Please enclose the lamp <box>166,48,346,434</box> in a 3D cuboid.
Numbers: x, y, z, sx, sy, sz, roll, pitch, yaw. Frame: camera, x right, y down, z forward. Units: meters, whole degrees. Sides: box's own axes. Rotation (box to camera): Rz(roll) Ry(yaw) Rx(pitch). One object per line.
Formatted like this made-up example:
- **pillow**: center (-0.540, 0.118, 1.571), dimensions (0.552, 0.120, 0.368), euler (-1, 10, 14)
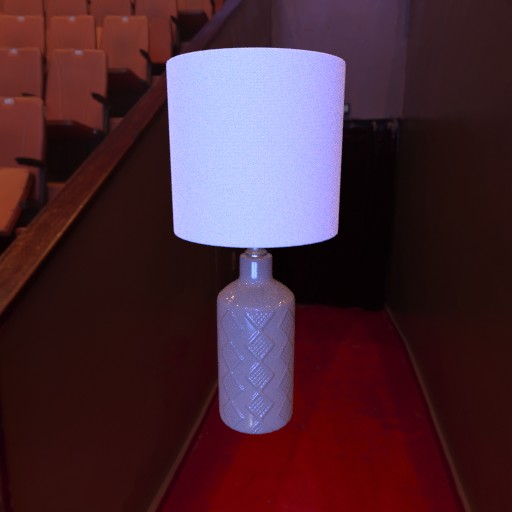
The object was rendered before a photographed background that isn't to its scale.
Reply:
- **lamp**: center (0.000, 0.000, 0.577), dimensions (0.207, 0.461, 0.207), euler (2, 15, 8)
